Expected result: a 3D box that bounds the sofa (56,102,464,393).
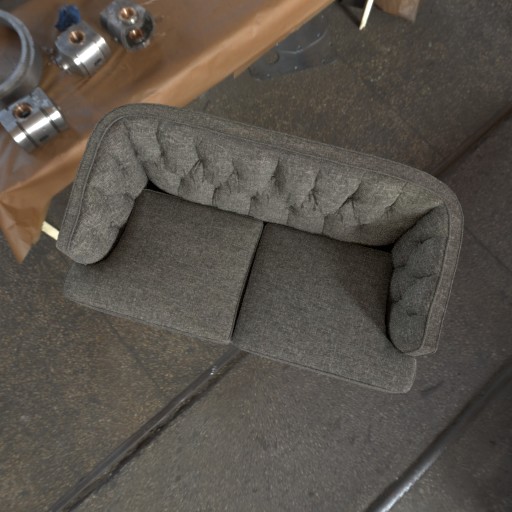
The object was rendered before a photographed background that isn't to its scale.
[{"bbox_3d":[0.000,0.000,2.221,1.733,0.855,0.941,15,76,4],"label":"sofa"}]
